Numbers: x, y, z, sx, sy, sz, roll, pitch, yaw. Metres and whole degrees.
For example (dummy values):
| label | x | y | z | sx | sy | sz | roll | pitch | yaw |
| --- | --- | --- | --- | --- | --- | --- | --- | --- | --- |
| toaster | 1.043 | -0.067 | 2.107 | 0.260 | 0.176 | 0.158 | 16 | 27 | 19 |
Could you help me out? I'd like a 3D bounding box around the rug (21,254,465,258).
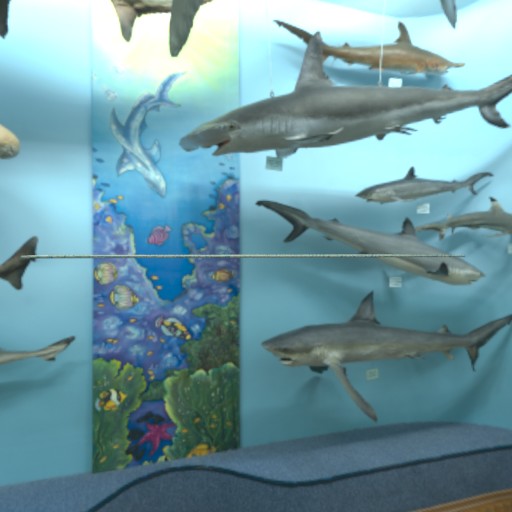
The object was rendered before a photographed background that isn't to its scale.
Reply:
| label | x | y | z | sx | sy | sz | roll | pitch | yaw |
| --- | --- | --- | --- | --- | --- | --- | --- | --- | --- |
| rug | 0.000 | 0.000 | 2.716 | 2.452 | 0.012 | 0.775 | 0 | 0 | -17 |
